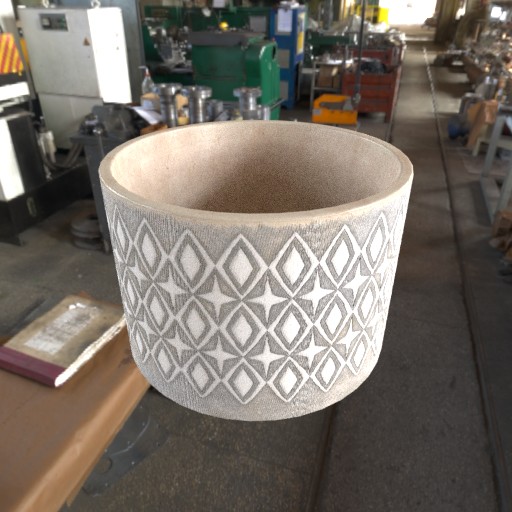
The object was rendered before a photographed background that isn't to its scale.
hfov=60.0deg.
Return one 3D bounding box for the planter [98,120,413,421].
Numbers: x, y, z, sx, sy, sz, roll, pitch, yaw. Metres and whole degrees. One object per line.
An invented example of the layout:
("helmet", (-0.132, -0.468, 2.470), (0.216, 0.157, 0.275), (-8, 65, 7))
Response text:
("planter", (0.000, 0.000, 0.273), (0.164, 0.127, 0.164), (0, 30, 0))
